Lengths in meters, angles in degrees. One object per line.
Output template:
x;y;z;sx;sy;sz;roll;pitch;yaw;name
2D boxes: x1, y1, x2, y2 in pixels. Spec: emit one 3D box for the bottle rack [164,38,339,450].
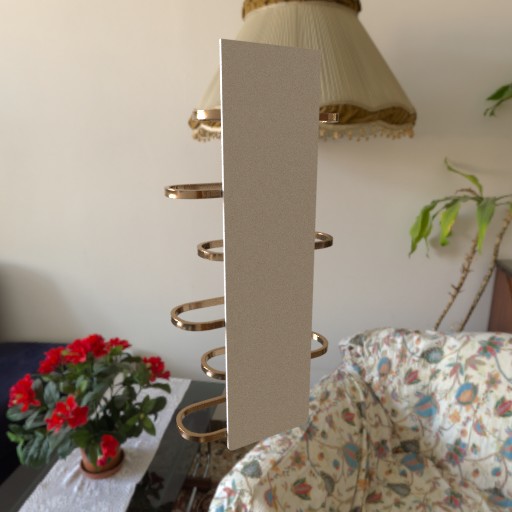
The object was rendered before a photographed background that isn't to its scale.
0.000;0.000;0.831;0.332;0.709;0.118;-8;17;-28;bottle rack
